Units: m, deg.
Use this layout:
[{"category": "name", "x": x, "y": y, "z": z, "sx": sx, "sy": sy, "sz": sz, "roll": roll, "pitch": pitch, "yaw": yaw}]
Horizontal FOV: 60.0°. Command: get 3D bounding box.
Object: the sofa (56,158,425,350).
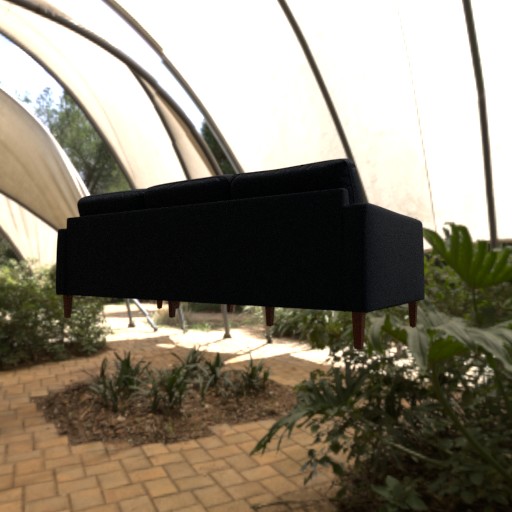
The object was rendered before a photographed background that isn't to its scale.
[{"category": "sofa", "x": 0.000, "y": 0.000, "z": 3.028, "sx": 2.185, "sy": 0.841, "sz": 1.613, "roll": -1, "pitch": -2, "yaw": 34}]
